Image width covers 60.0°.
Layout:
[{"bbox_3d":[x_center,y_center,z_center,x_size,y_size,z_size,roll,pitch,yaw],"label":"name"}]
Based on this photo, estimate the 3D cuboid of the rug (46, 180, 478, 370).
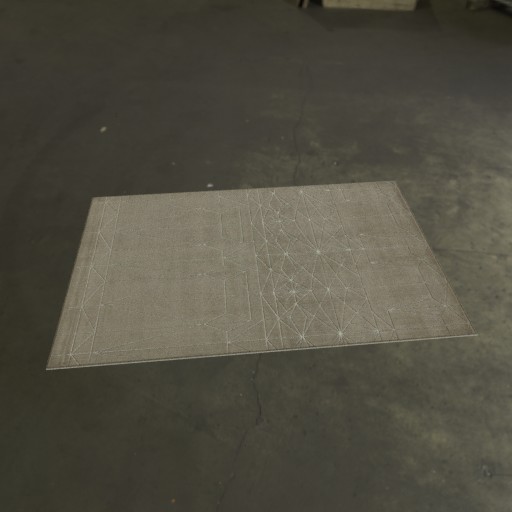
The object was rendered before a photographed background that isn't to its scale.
[{"bbox_3d":[0.000,0.000,3.024,2.438,0.012,1.524,-4,45,-4],"label":"rug"}]
